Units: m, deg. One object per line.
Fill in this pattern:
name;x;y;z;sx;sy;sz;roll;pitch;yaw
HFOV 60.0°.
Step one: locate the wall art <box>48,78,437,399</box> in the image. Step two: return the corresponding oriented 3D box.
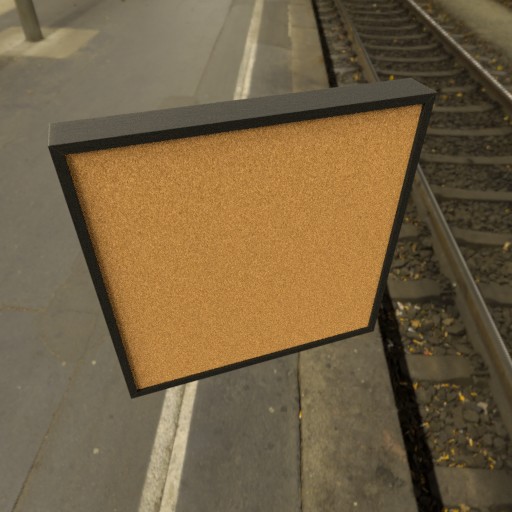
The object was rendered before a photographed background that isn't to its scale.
wall art;0.000;0.000;0.444;0.305;0.305;0.037;-12;42;-14
